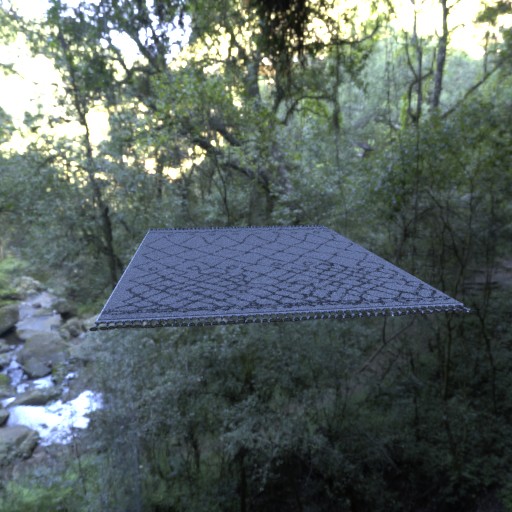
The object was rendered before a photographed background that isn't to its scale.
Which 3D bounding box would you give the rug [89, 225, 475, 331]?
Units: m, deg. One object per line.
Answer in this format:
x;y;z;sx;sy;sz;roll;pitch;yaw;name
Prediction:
0.000;0.000;2.922;1.613;0.017;2.312;-2;13;-7;rug
